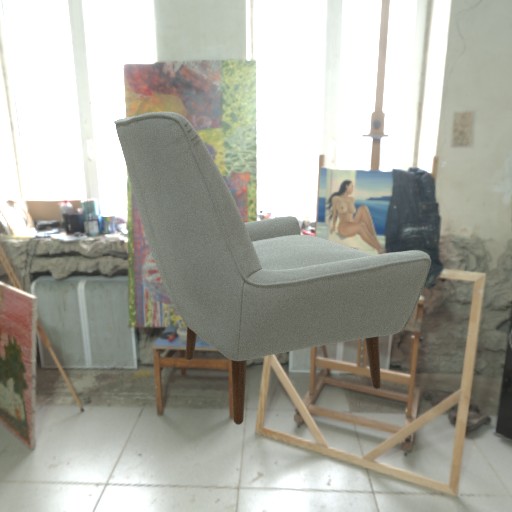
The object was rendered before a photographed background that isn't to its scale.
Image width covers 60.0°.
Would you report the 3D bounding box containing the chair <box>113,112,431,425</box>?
[{"bbox_3d":[0.000,0.000,1.479,0.822,0.888,0.787,-8,17,-26],"label":"chair"}]
